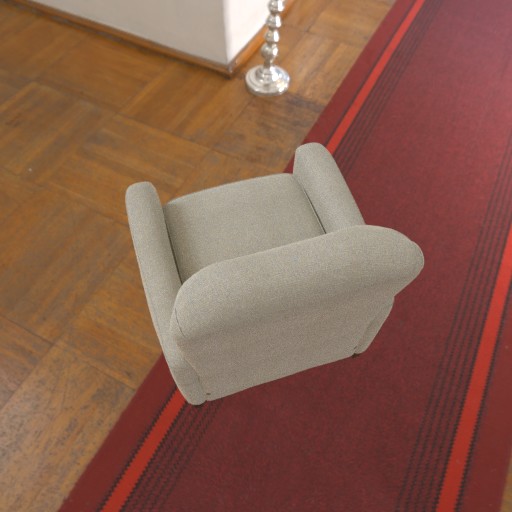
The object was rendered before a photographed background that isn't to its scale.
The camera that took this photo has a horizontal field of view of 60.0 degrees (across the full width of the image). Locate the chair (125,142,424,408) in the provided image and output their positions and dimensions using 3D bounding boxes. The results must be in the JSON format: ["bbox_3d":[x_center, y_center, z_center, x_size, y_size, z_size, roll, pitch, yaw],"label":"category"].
[{"bbox_3d":[0.000,0.000,1.652,0.850,1.006,0.853,-15,59,-9],"label":"chair"}]
